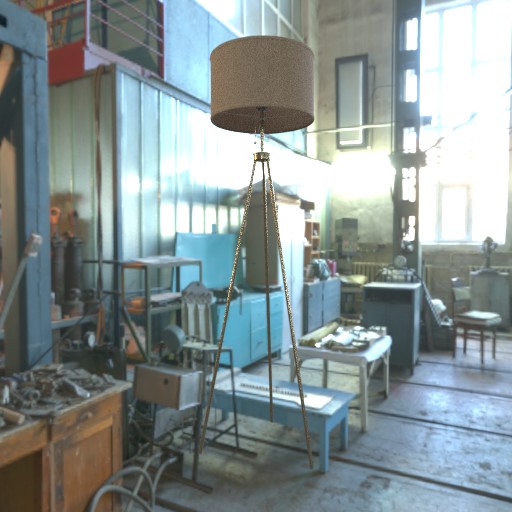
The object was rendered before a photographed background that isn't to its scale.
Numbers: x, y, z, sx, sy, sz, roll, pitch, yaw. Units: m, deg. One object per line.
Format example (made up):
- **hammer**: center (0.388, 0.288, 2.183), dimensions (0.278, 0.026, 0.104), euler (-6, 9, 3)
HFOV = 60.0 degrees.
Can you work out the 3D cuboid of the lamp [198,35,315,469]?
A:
- **lamp**: center (0.000, 0.000, 1.758), dimensions (0.460, 1.545, 0.449), euler (-1, 2, -17)
